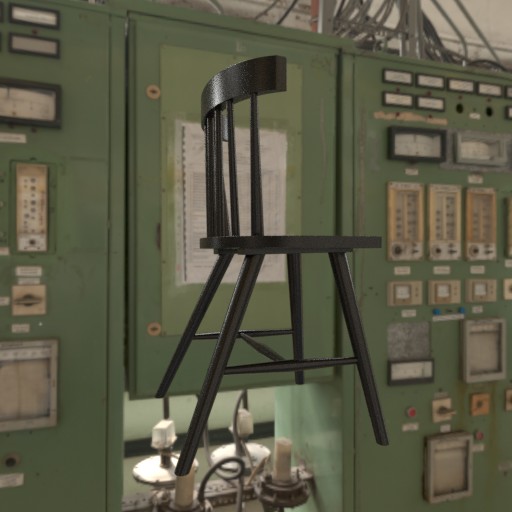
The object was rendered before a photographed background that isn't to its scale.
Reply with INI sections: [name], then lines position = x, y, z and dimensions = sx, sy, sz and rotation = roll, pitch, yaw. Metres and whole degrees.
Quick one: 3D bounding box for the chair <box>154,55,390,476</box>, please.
[chair]
position = 0.000, 0.000, 1.158
dimensions = 0.483, 0.844, 0.506
rotation = 0, 1, -17
